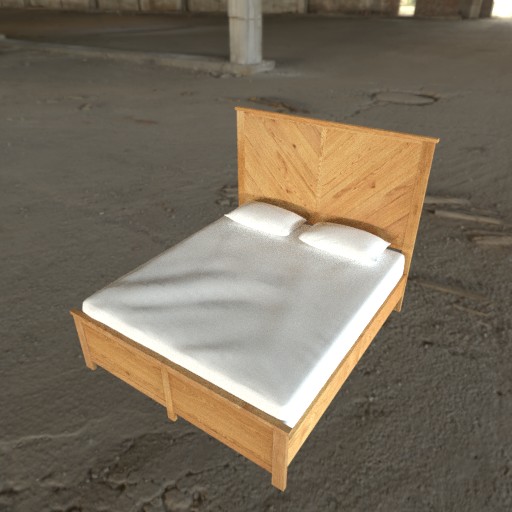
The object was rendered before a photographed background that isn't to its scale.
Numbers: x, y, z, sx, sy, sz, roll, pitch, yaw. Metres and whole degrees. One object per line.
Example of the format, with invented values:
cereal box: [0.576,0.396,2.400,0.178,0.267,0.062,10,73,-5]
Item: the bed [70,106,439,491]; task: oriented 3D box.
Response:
bed: [0.000,0.000,3.553,1.936,1.686,2.201,19,36,29]
